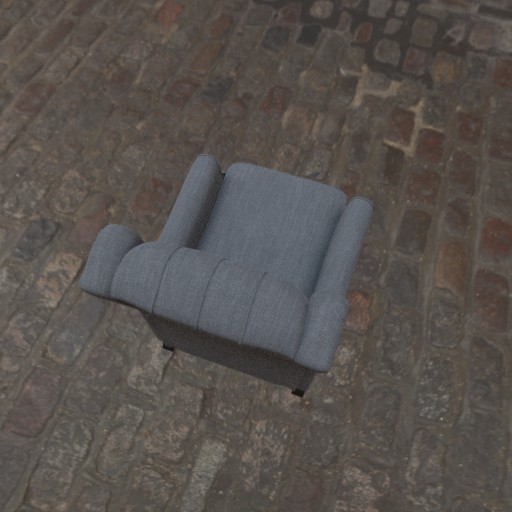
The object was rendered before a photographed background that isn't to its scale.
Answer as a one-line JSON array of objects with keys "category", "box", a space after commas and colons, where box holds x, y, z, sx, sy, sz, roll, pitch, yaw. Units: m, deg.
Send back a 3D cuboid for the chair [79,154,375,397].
[{"category": "chair", "box": [0.000, 0.000, 1.661, 0.742, 1.035, 0.898, 17, 64, 9]}]
